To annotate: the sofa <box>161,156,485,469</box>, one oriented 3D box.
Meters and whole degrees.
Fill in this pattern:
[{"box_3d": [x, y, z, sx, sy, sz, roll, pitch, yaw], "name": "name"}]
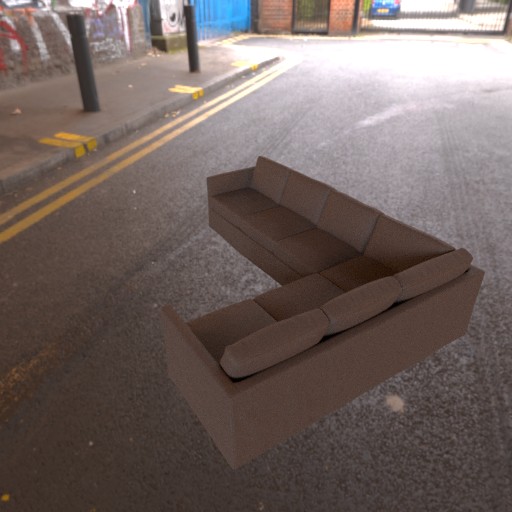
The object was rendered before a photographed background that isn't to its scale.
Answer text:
[{"box_3d": [0.000, 0.000, 4.306, 2.432, 0.871, 3.182, -18, 35, -28], "name": "sofa"}]
